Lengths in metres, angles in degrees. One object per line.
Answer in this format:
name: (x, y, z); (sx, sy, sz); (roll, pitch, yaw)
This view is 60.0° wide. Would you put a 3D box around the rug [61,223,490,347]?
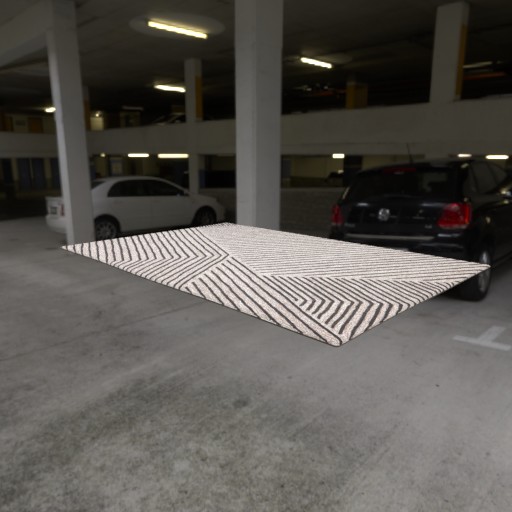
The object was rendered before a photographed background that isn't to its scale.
rug: (0.000, 0.000, 2.255); (1.842, 0.019, 1.237); (13, 18, 43)
